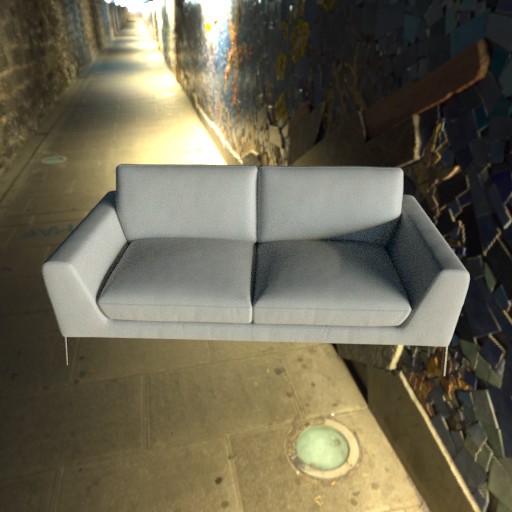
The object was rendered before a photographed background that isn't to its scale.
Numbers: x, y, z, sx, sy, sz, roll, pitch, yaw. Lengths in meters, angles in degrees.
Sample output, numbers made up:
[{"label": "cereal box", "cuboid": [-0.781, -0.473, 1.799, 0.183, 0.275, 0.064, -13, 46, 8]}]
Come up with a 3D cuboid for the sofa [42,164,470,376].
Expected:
[{"label": "sofa", "cuboid": [0.000, 0.000, 2.530, 2.017, 0.875, 0.953, 1, 29, 2]}]
